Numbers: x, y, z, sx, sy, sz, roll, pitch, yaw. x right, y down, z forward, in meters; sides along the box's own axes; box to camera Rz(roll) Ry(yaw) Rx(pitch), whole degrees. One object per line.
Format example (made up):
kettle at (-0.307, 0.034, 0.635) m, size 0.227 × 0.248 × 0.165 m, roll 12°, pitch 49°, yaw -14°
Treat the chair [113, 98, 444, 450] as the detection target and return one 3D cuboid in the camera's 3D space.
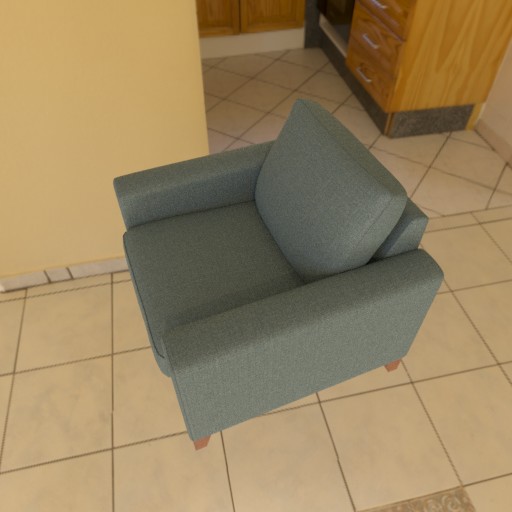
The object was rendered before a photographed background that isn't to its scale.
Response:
chair at (0.000, 0.000, 1.891) m, size 1.038 × 1.010 × 1.024 m, roll -17°, pitch 50°, yaw -15°
